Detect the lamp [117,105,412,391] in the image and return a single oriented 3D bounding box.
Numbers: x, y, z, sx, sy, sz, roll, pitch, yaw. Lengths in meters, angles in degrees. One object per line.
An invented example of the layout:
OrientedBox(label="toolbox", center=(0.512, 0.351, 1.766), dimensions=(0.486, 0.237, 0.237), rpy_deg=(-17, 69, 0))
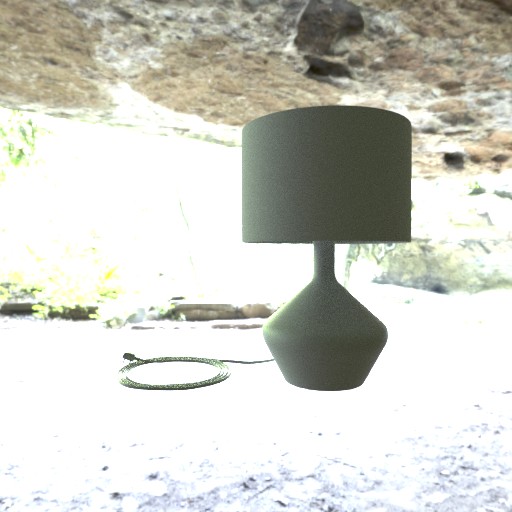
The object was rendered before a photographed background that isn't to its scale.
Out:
OrientedBox(label="lamp", center=(0.000, 0.000, 0.852), dimensions=(0.546, 0.457, 0.401), rpy_deg=(0, 1, 36))
